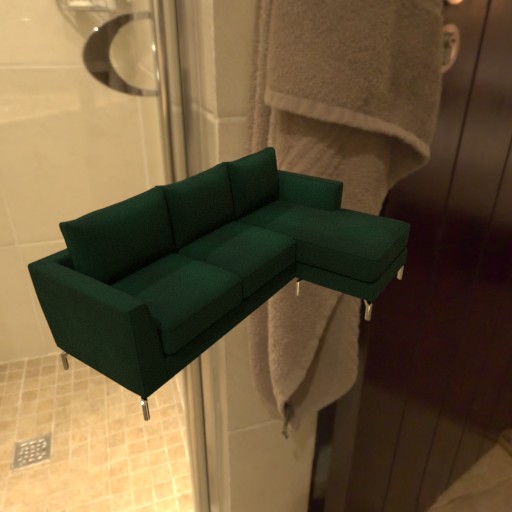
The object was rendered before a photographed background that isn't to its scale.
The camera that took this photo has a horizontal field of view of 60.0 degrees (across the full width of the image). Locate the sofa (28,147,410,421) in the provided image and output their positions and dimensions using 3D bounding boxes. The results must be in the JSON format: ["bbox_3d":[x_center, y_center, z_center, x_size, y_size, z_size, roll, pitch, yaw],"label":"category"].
[{"bbox_3d":[0.000,0.000,3.129,1.489,1.007,2.441,17,32,30],"label":"sofa"}]
